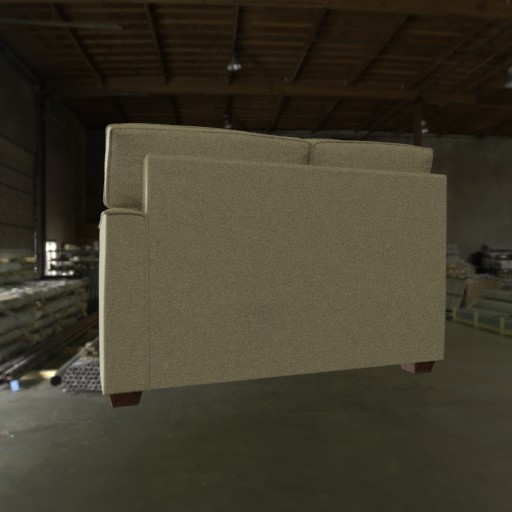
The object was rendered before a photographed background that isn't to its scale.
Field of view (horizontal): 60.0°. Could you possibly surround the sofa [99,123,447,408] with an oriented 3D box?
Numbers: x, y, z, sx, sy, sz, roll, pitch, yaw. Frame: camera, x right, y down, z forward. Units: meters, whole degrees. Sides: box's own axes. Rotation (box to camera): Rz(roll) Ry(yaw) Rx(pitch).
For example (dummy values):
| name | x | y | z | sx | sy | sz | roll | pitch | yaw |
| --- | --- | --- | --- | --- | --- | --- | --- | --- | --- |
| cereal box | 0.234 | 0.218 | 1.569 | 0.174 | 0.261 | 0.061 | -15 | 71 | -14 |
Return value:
| name | x | y | z | sx | sy | sz | roll | pitch | yaw |
| --- | --- | --- | --- | --- | --- | --- | --- | --- | --- |
| sofa | 0.000 | 0.000 | 2.075 | 1.388 | 0.989 | 0.991 | 0 | 1 | -19 |
